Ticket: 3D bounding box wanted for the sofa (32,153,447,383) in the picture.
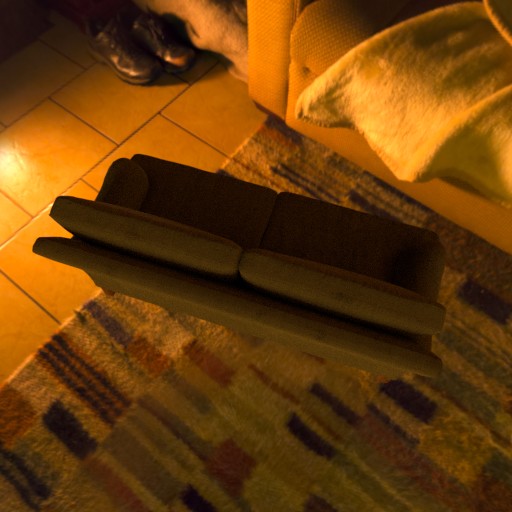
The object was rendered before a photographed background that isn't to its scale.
[{"bbox_3d":[0.000,0.000,2.744,2.165,1.087,1.086,16,64,8],"label":"sofa"}]
